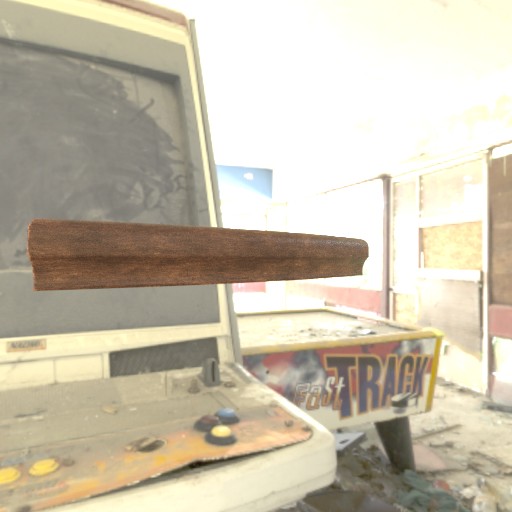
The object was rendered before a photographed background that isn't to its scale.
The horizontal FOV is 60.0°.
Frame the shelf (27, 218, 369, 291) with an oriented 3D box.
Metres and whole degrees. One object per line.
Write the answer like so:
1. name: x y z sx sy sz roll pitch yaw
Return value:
1. shelf: 0.000 0.000 0.450 0.310 0.050 0.310 0 0 0
